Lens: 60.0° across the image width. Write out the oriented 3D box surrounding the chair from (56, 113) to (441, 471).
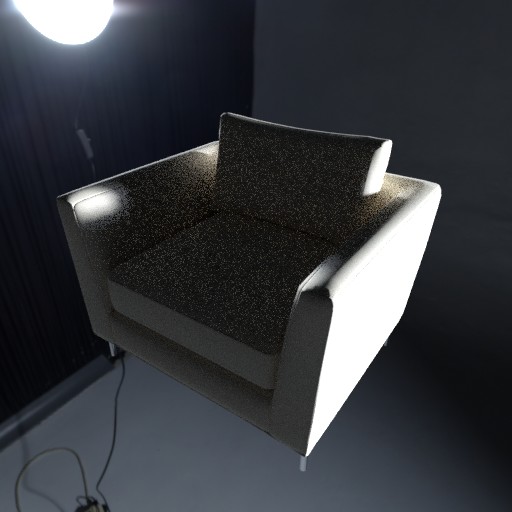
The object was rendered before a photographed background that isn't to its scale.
[{"bbox_3d":[0.000,0.000,1.650,1.041,0.865,0.889,19,35,30],"label":"chair"}]
